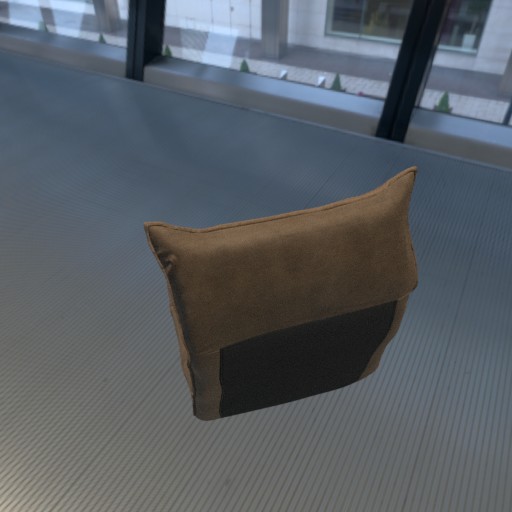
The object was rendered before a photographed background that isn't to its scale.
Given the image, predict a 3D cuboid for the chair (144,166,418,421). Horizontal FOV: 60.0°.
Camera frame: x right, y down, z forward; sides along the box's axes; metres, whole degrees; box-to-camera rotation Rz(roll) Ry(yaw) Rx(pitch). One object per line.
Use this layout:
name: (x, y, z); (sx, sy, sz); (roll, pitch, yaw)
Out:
chair: (0.000, 0.000, 1.574); (0.714, 0.892, 0.985); (-11, 41, -13)
